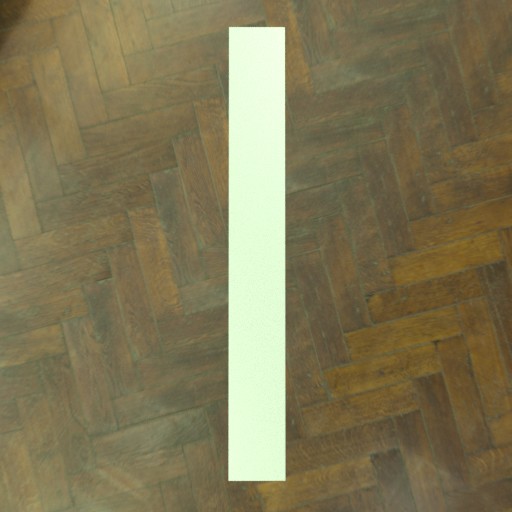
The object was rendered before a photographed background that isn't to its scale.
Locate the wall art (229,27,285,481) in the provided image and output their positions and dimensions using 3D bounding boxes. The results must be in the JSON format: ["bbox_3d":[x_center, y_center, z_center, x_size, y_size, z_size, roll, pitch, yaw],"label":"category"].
[{"bbox_3d":[0.000,0.000,0.448,0.038,0.302,0.305,0,89,0],"label":"wall art"}]
